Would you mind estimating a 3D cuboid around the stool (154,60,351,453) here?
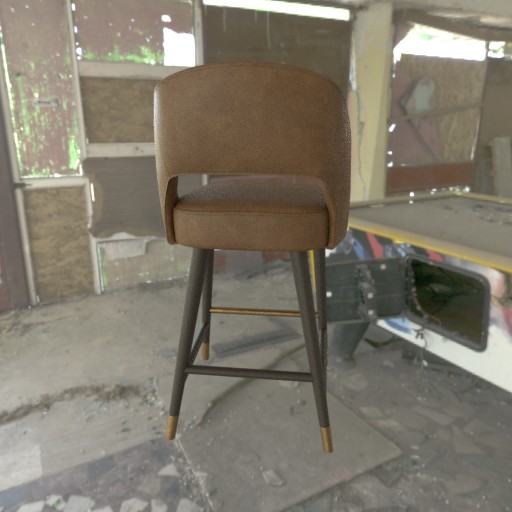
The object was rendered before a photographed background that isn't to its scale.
[{"bbox_3d":[0.000,0.000,1.234,0.494,0.940,0.509,2,16,6],"label":"stool"}]
